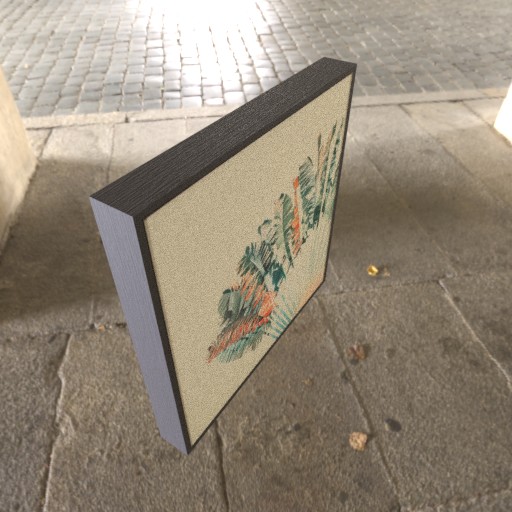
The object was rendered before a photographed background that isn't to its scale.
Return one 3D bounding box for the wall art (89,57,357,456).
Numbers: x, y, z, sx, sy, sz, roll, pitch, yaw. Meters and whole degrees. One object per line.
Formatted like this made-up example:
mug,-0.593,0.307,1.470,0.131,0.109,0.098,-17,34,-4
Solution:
wall art,0.000,0.000,0.449,0.036,0.300,0.302,24,47,25
